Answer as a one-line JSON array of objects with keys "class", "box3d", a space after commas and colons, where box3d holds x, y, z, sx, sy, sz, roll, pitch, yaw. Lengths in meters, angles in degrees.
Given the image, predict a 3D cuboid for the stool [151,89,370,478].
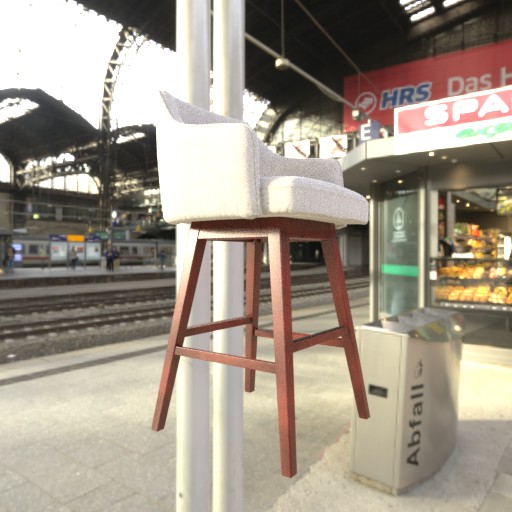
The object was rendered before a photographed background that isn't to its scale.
[{"class": "stool", "box3d": [0.000, 0.000, 1.359, 0.558, 1.012, 0.548, 0, 0, 36]}]
